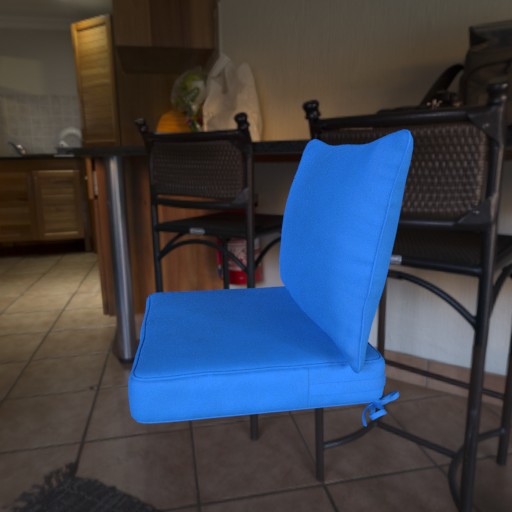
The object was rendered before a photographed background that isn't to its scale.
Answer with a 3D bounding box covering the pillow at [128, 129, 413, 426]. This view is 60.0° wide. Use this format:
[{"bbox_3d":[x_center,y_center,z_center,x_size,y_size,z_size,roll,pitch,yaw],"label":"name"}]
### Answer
[{"bbox_3d":[0.000,0.000,1.370,0.733,0.725,0.798,-2,13,-9],"label":"pillow"}]
